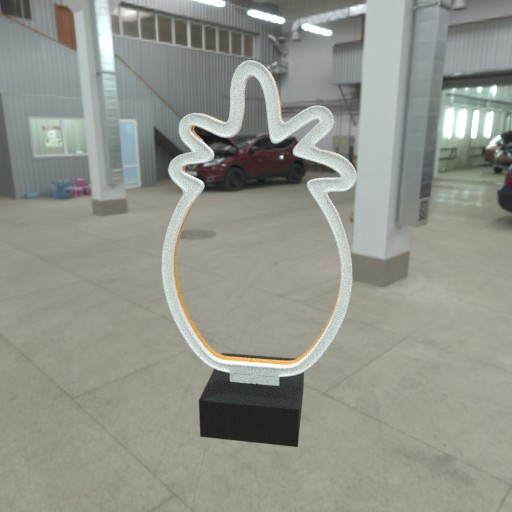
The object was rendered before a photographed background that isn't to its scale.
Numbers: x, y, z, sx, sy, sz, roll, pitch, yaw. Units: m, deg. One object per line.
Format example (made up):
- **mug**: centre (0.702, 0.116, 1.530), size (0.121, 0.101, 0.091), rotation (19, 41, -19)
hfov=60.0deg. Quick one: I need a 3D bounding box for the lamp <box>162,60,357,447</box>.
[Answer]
- **lamp**: centre (0.000, 0.000, 0.392), size (0.167, 0.317, 0.088), rotation (2, 16, 9)
